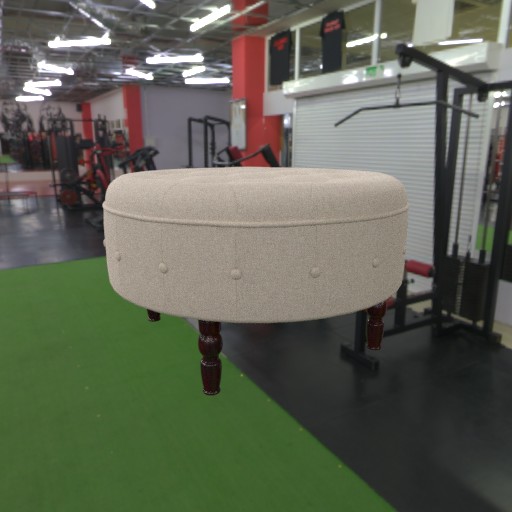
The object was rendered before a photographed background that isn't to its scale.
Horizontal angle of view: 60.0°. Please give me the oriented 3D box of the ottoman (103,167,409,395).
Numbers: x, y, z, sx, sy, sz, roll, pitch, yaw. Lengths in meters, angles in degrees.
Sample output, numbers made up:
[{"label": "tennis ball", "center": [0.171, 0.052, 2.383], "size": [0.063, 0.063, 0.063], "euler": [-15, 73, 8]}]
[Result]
[{"label": "ottoman", "center": [0.000, 0.000, 1.331], "size": [0.848, 0.494, 0.848], "euler": [0, 14, 0]}]
